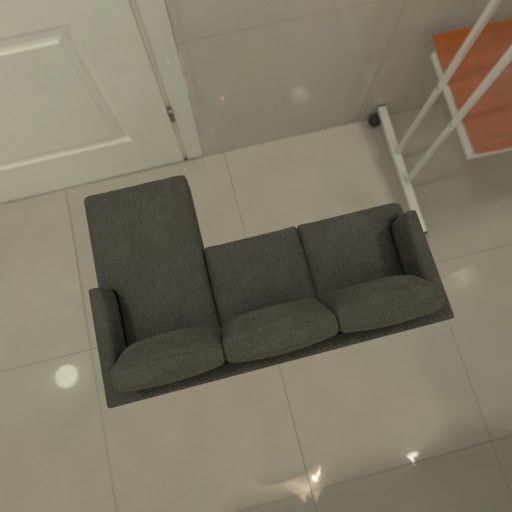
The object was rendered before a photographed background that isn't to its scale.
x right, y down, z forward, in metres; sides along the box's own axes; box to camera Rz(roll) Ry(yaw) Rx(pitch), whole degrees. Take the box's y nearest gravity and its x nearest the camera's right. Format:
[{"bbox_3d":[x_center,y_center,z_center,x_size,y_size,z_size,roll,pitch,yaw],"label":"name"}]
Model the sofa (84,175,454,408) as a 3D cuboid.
[{"bbox_3d":[0.000,0.000,3.110,2.233,0.956,1.504,-14,76,-3],"label":"sofa"}]
